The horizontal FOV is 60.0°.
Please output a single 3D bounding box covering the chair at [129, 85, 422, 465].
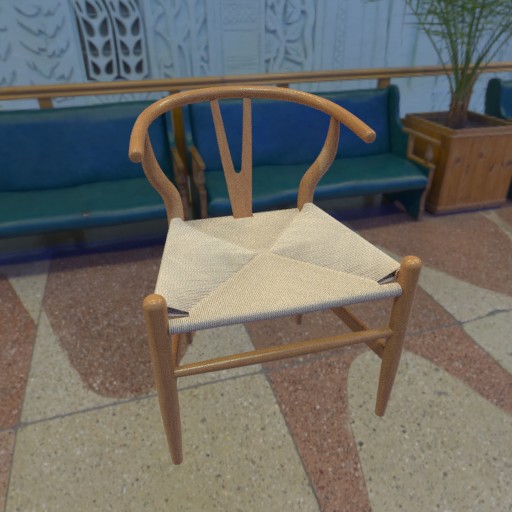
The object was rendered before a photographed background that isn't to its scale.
[{"bbox_3d":[0.000,0.000,1.135,0.569,0.730,0.579,-8,32,-13],"label":"chair"}]
